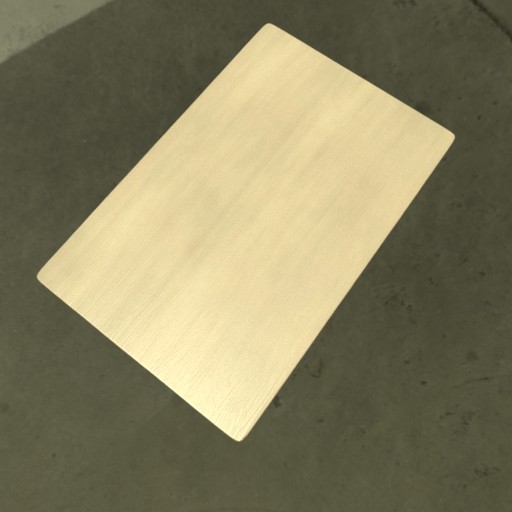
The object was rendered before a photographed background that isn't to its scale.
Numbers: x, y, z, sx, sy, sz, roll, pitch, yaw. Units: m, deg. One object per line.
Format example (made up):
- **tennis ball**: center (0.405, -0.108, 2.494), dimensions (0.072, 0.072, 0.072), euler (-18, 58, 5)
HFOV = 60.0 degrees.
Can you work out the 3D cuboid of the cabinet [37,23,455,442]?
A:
- **cabinet**: center (0.000, 0.000, 1.263), dimensions (0.503, 0.762, 0.763), euler (36, 77, 10)
